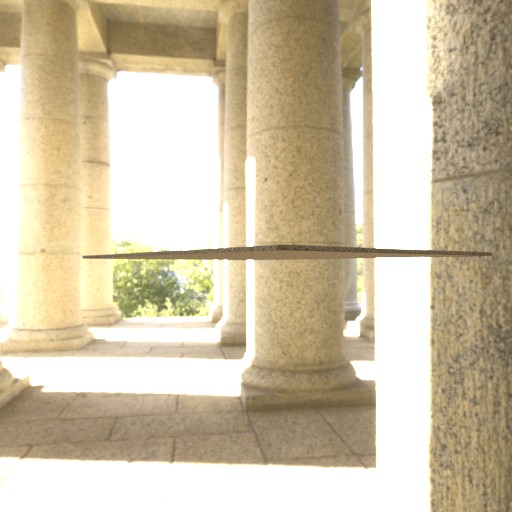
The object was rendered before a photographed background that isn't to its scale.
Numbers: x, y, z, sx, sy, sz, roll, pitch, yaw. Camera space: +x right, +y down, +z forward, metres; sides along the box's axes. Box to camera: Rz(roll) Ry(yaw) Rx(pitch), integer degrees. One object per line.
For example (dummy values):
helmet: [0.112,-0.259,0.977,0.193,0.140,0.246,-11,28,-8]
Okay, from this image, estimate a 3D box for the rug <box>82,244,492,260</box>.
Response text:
rug: [0.000,0.000,3.363,1.801,0.024,2.700,1,-2,-37]
